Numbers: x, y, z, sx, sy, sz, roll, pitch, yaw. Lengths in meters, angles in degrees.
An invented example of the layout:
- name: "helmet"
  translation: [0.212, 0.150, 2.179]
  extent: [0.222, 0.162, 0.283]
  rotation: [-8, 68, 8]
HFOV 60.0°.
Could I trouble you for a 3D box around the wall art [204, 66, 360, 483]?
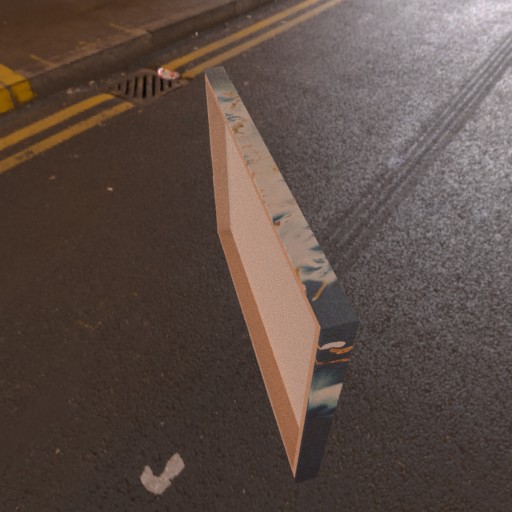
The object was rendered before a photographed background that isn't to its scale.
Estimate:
- name: "wall art"
  translation: [0.000, 0.000, 0.758]
  extent: [0.036, 0.405, 0.607]
  rotation: [-11, 46, -11]
